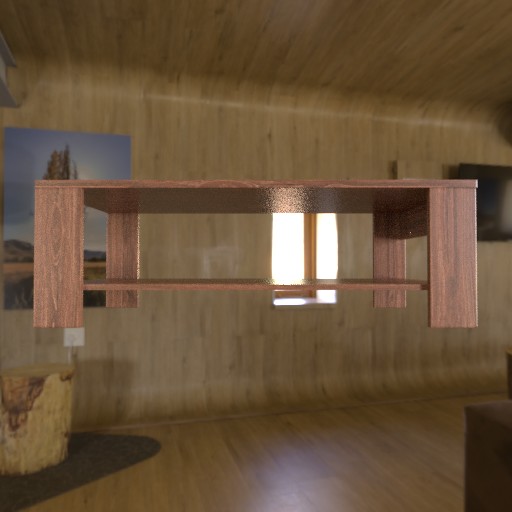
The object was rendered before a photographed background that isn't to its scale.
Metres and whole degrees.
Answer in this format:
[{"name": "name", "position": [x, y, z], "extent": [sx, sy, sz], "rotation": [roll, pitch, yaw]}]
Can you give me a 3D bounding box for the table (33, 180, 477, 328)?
[{"name": "table", "position": [0.000, 0.000, 1.497], "extent": [1.200, 0.400, 0.600], "rotation": [0, -1, 0]}]
